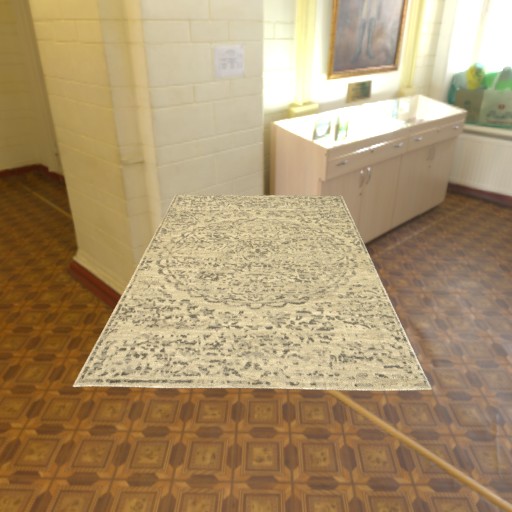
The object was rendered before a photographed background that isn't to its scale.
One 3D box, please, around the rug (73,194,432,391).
[{"bbox_3d":[0.000,0.000,2.970,1.527,0.021,2.447,0,27,1],"label":"rug"}]
